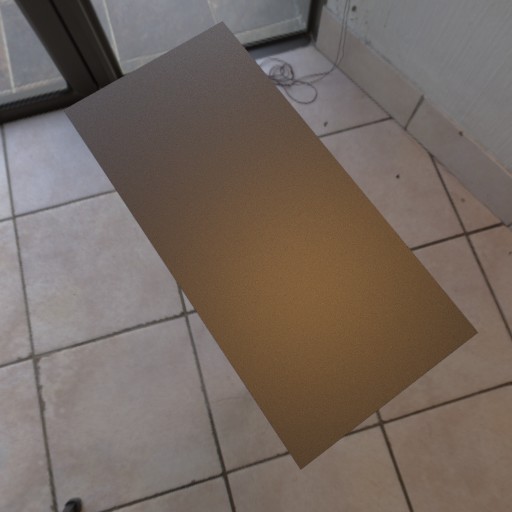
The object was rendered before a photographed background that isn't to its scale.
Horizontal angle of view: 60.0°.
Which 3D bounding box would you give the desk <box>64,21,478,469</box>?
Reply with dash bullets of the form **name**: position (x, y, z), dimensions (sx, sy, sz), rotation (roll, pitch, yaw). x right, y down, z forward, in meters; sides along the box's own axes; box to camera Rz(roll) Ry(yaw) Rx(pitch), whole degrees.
- **desk**: position (0.000, 0.000, 1.467), dimensions (0.504, 0.780, 1.057), rotation (-34, 77, -9)
